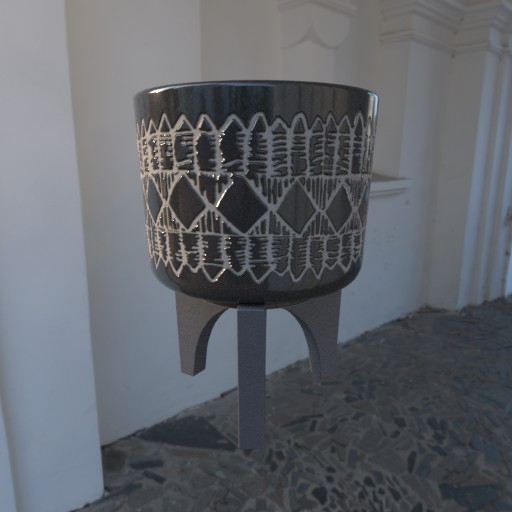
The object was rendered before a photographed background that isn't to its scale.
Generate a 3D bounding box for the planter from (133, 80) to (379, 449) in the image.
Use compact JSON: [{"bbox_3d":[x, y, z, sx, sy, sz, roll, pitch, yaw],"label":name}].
[{"bbox_3d":[0.000,0.000,0.393,0.196,0.264,0.196,-7,14,-27],"label":"planter"}]
